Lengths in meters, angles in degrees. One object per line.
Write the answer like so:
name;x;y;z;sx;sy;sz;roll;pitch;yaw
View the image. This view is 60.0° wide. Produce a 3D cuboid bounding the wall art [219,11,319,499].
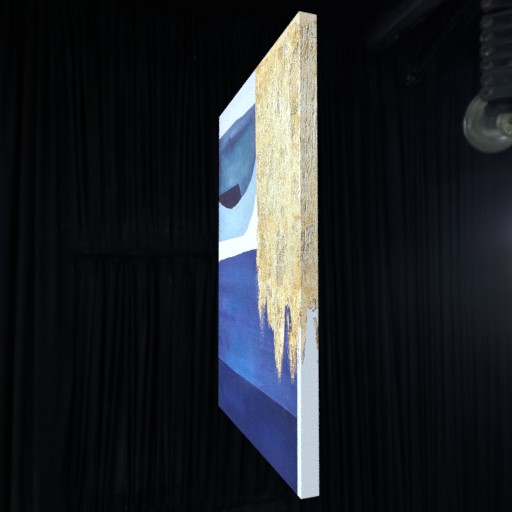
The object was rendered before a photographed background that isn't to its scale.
wall art;0.000;0.000;1.120;0.039;0.911;0.607;1;-2;-19
